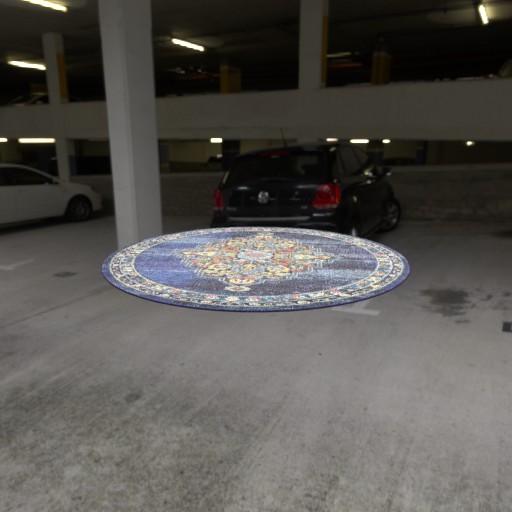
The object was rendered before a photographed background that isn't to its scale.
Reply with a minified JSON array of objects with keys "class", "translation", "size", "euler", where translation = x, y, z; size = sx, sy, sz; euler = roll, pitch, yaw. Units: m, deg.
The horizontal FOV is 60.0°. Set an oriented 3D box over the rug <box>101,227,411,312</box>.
[{"class":"rug","translation":[0.000,0.000,2.406],"size":[1.591,0.010,1.591],"euler":[0,15,0]}]
